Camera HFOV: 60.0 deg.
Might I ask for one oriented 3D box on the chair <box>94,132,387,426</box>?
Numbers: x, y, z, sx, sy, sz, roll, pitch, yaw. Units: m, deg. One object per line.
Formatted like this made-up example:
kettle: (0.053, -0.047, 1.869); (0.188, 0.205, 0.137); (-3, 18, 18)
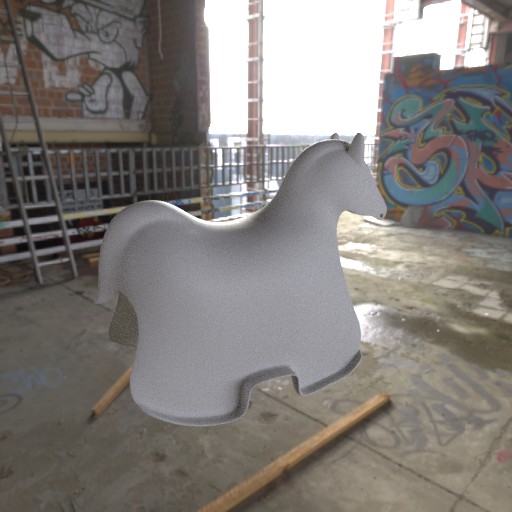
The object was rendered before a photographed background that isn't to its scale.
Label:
chair: (0.000, 0.000, 1.135); (0.800, 0.612, 0.429); (-7, 17, -25)
